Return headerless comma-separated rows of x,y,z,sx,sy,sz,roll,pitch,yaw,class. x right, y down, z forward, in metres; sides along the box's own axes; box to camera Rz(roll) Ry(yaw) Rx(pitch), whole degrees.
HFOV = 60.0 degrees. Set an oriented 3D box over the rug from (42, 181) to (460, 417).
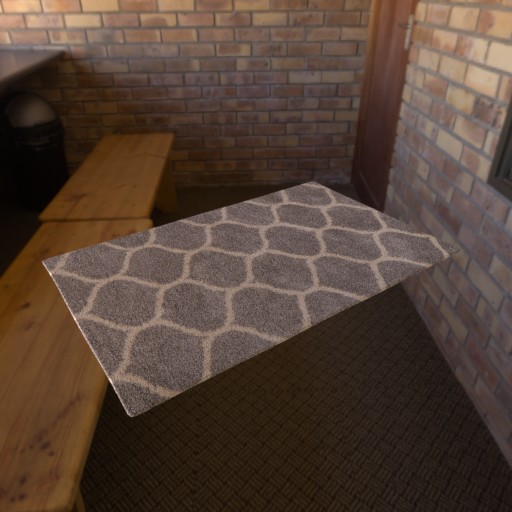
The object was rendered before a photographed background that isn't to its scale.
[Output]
0.000,0.000,2.939,2.348,0.025,1.501,-20,37,-30,rug
